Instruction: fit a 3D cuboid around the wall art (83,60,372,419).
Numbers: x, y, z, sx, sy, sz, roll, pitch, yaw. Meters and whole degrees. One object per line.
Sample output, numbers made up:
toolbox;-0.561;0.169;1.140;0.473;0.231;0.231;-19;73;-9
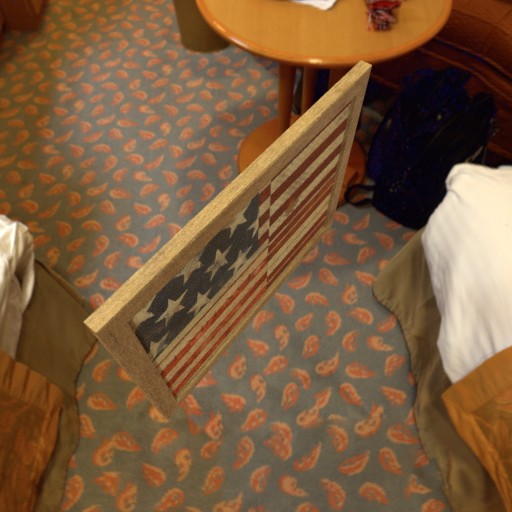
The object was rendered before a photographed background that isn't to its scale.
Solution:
wall art;0.000;0.000;0.937;0.026;0.535;0.690;34;64;19
